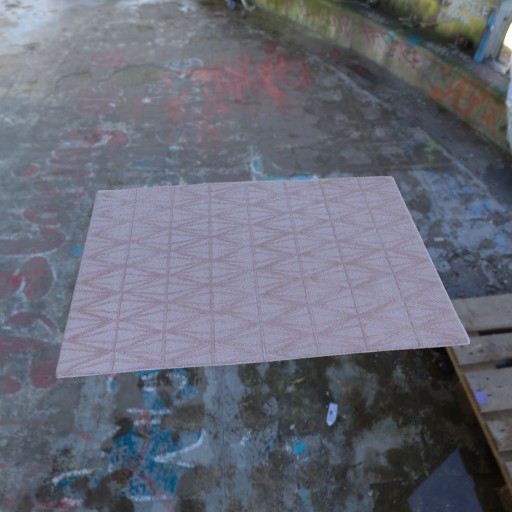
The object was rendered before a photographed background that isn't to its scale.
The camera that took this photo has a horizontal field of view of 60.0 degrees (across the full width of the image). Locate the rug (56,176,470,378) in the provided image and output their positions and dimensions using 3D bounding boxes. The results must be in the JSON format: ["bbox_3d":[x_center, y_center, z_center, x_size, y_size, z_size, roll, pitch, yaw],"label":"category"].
[{"bbox_3d":[0.000,0.000,2.345,1.837,0.025,1.230,-4,48,-3],"label":"rug"}]
